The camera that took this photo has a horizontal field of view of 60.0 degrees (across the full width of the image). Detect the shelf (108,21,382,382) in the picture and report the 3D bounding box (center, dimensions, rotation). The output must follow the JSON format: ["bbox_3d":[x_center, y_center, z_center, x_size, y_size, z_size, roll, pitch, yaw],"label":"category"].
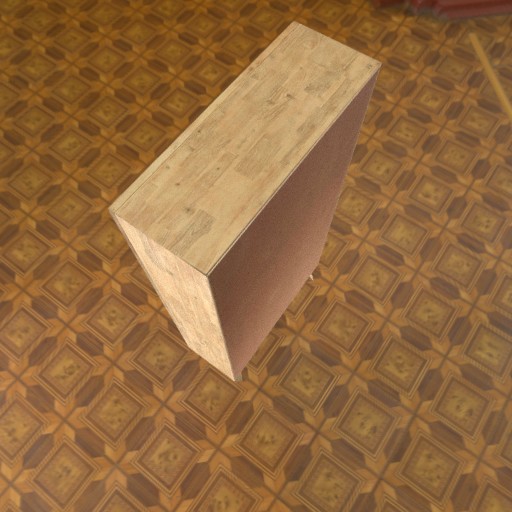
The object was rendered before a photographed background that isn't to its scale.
[{"bbox_3d":[0.000,0.000,1.743,0.308,1.471,0.748,33,69,14],"label":"shelf"}]
